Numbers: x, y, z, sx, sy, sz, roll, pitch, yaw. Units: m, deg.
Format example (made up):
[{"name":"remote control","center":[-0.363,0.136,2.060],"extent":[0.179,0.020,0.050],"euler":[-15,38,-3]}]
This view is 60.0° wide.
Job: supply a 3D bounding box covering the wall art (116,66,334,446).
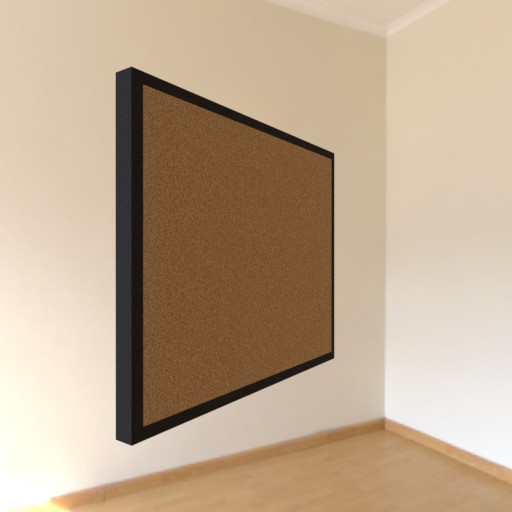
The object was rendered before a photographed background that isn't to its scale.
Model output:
[{"name":"wall art","center":[0.000,0.000,0.765],"extent":[0.030,0.454,0.554],"euler":[0,0,36]}]
